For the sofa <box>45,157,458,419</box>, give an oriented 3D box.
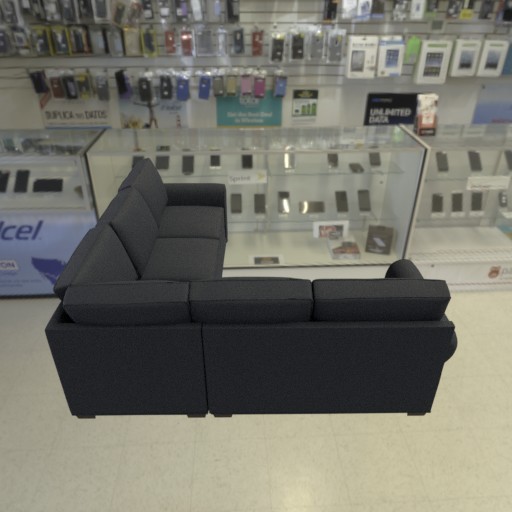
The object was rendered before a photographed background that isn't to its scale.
[{"bbox_3d":[0.000,0.000,3.805,2.487,1.042,2.562,0,31,-1],"label":"sofa"}]
